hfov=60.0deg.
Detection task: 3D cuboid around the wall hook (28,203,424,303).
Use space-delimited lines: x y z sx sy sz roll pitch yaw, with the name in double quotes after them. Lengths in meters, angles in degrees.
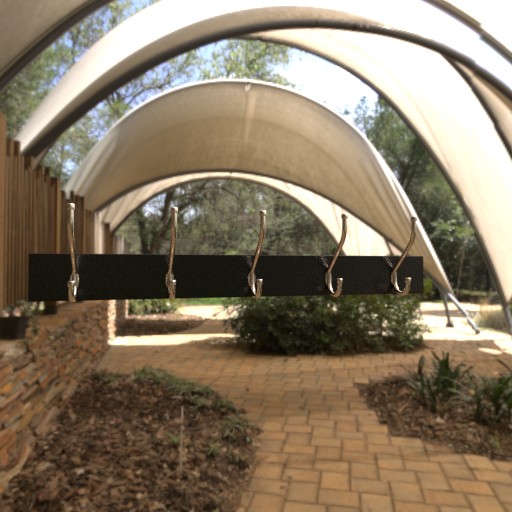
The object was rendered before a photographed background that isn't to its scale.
0.000 0.000 0.607 0.571 0.117 0.071 0 -1 -17 "wall hook"
